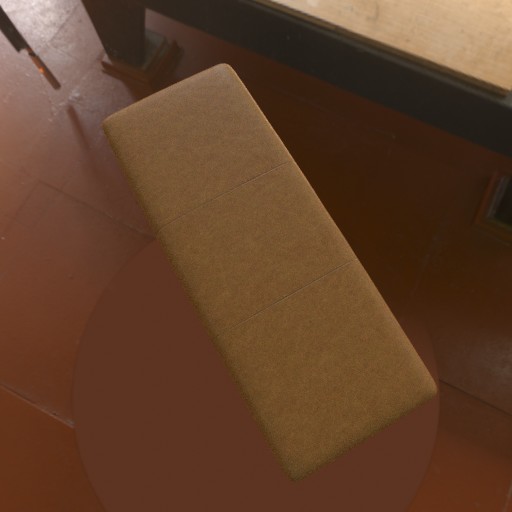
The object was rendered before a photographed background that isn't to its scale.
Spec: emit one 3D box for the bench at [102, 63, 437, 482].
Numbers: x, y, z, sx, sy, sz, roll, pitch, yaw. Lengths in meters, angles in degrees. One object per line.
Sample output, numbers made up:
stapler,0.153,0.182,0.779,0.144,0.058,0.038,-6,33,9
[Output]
bench,0.000,0.000,1.873,0.653,0.399,1.610,-29,76,-8
